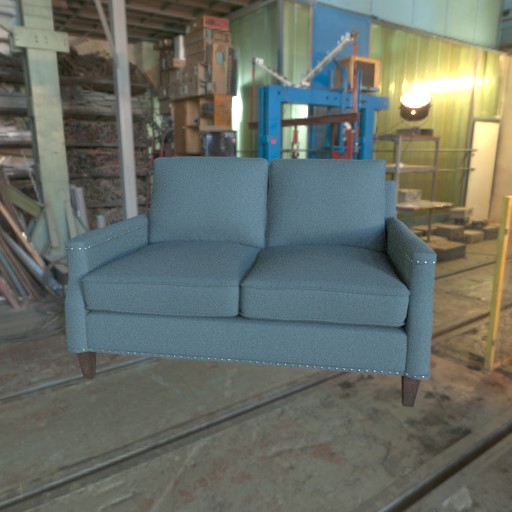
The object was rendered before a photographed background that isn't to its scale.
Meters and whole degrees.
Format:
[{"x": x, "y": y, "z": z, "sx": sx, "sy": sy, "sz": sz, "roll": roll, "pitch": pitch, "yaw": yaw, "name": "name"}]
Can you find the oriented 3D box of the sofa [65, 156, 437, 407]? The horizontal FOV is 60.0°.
[{"x": 0.000, "y": 0.000, "z": 2.314, "sx": 1.597, "sy": 1.003, "sz": 1.084, "roll": 2, "pitch": 14, "yaw": 9, "name": "sofa"}]
